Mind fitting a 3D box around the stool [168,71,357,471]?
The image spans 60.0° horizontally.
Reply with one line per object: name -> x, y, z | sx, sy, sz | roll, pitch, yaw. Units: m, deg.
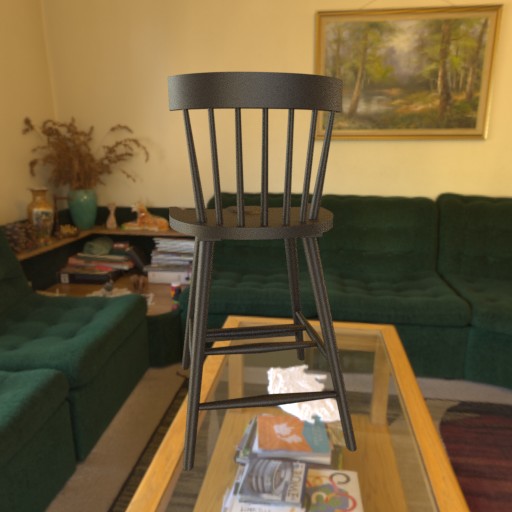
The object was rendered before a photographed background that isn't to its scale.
stool -> 0.000, 0.000, 1.287 | 0.494, 0.953, 0.549 | -2, 15, -9
